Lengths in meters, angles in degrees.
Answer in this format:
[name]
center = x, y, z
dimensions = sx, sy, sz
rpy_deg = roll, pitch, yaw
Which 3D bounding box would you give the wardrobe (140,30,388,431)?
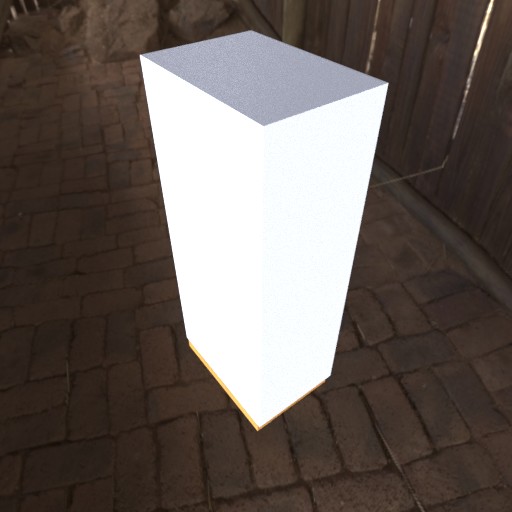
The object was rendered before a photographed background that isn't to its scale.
[wardrobe]
center = 0.000, 0.000, 2.471
dimensions = 0.600, 2.040, 0.860
rpy_deg = -27, 49, -27
